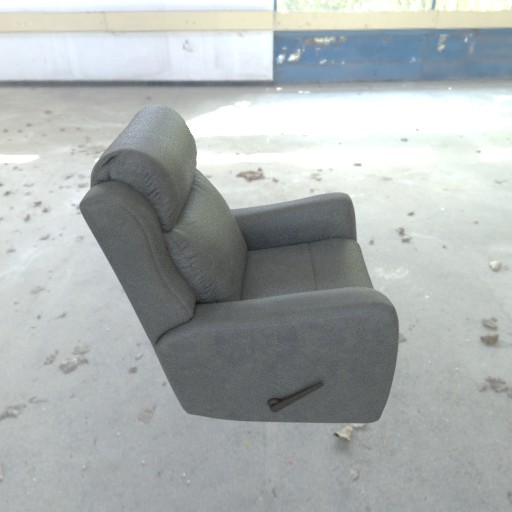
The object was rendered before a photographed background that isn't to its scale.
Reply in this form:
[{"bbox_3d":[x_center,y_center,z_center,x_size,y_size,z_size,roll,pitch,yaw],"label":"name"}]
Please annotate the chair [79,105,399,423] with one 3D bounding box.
[{"bbox_3d":[0.000,0.000,1.886,1.068,1.116,0.967,0,32,1],"label":"chair"}]
